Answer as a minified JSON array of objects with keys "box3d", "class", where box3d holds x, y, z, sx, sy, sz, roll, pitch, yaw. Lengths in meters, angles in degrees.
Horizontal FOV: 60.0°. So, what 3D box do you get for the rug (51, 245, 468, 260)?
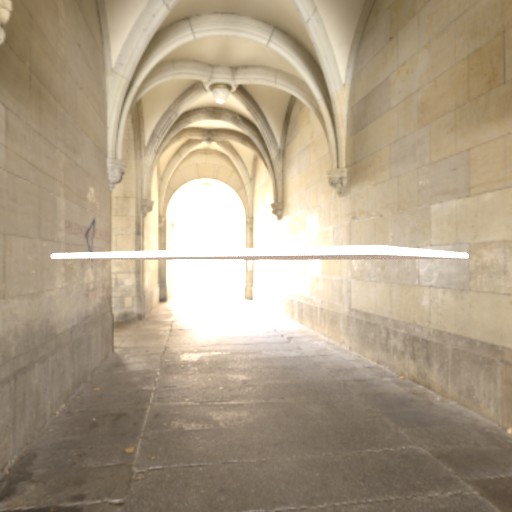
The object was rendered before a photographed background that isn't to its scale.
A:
[{"box3d":[0.000,0.000,2.276,1.778,0.030,1.219,-1,-1,36],"class":"rug"}]
